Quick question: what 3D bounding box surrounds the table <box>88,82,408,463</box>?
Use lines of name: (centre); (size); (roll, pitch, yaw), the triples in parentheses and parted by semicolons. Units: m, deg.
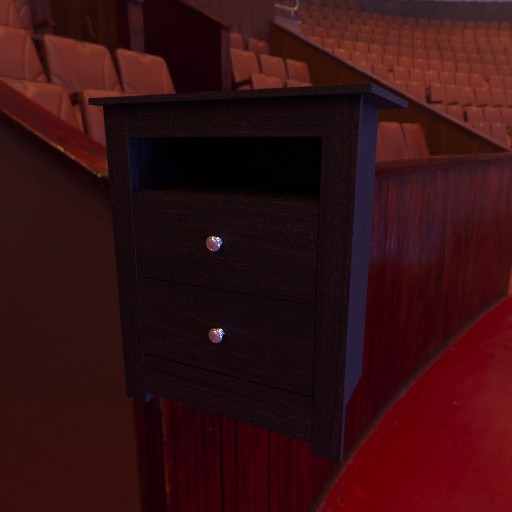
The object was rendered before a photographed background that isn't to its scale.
table: (0.000, 0.000, 1.069); (0.591, 0.711, 0.406); (7, 16, 25)
